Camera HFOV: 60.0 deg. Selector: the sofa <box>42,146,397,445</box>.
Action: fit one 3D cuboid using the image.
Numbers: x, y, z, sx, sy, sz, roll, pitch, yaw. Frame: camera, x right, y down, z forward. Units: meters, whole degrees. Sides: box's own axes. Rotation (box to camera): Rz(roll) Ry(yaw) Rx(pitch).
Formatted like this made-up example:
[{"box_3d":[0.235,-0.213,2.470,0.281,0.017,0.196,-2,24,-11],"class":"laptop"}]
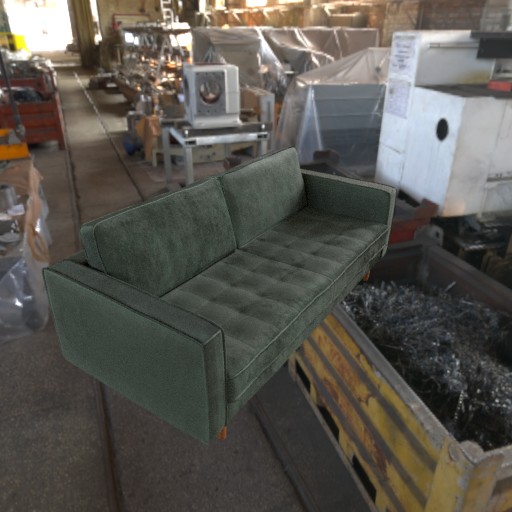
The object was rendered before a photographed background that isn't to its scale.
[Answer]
[{"box_3d":[0.000,0.000,2.286,0.886,0.781,1.816,17,32,30],"class":"sofa"}]
